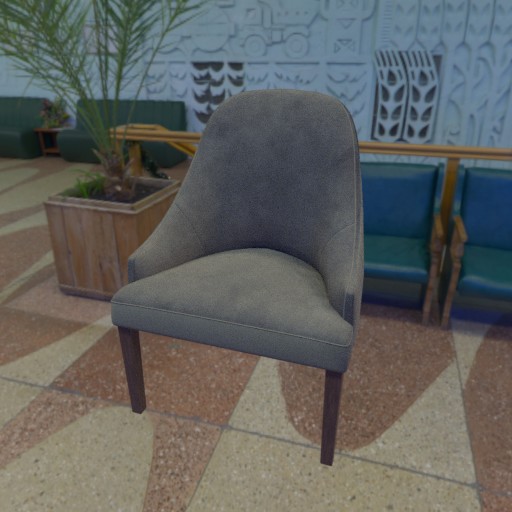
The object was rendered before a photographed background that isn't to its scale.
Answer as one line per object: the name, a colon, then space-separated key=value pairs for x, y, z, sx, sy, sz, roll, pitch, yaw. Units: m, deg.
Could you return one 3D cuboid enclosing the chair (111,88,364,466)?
chair: x=0.000 y=0.000 z=1.297 sx=0.643 sy=0.889 sz=0.575 roll=8 pitch=25 yaw=17
